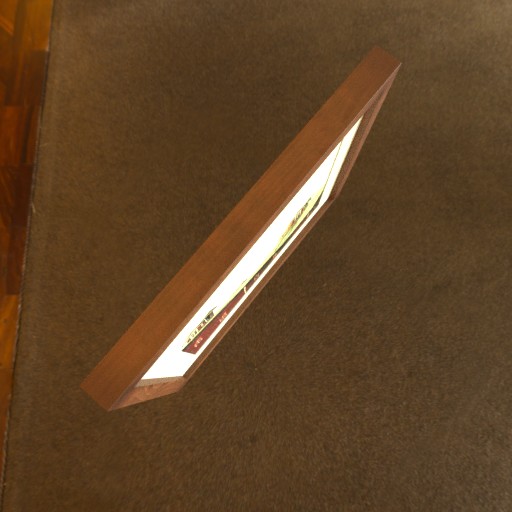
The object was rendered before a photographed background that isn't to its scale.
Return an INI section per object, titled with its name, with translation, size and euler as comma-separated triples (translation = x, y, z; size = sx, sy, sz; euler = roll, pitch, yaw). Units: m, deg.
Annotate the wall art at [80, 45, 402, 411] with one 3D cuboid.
[wall art]
translation = 0.000, 0.000, 0.540
size = 0.030, 0.328, 0.401
euler = 38, 79, 9
